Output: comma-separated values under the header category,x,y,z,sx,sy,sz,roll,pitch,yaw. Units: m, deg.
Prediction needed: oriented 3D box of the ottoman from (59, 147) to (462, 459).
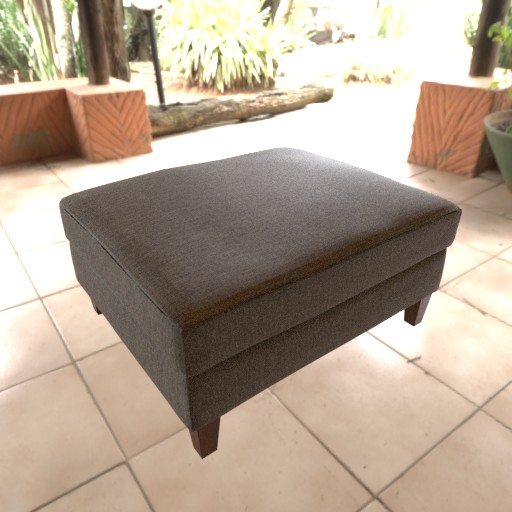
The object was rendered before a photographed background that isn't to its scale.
category,x,y,z,sx,sy,sz,roll,pitch,yaw
ottoman,0.000,0.000,1.470,0.994,0.492,0.839,-21,36,-32
